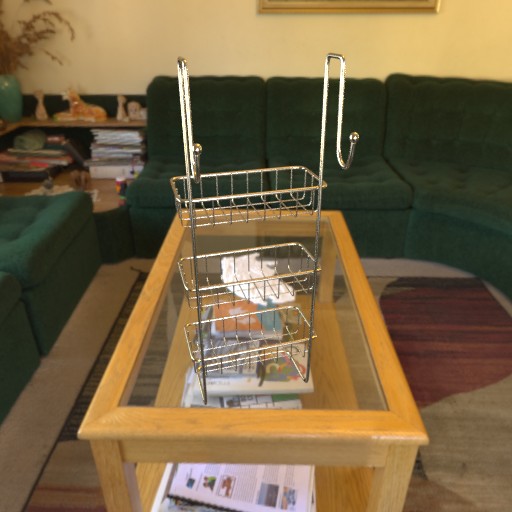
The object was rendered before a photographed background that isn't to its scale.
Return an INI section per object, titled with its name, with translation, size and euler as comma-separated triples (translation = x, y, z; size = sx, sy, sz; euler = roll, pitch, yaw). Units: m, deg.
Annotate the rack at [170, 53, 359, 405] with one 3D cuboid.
[rack]
translation = 0.000, 0.000, 0.689
size = 0.228, 0.574, 0.202
euler = -8, 29, -14
